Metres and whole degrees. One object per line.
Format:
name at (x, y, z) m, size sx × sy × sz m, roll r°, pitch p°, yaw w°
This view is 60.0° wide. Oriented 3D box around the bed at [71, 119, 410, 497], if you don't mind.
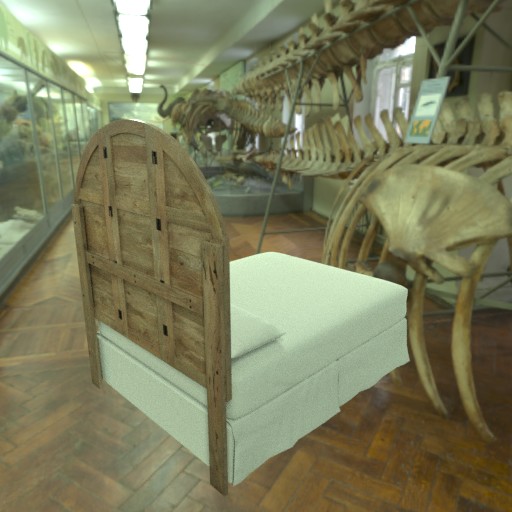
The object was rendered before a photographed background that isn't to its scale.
bed at (0.000, 0.000, 3.430) m, size 2.112 × 2.002 × 1.713 m, roll -16°, pitch 22°, yaw -43°
